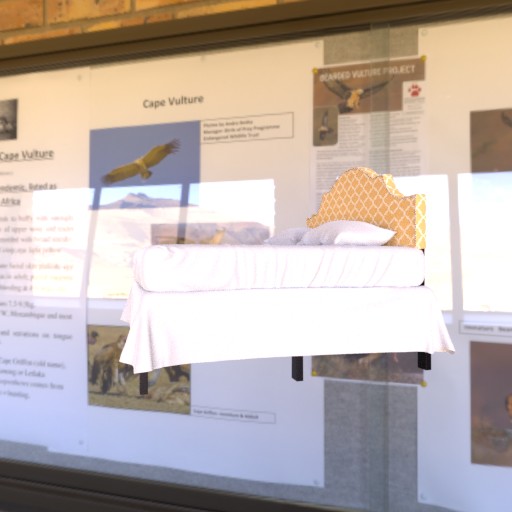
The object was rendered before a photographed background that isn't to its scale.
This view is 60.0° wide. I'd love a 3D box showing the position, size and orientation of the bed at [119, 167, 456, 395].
[{"bbox_3d":[0.000,0.000,3.784,2.222,1.601,2.314,0,0,-17],"label":"bed"}]
